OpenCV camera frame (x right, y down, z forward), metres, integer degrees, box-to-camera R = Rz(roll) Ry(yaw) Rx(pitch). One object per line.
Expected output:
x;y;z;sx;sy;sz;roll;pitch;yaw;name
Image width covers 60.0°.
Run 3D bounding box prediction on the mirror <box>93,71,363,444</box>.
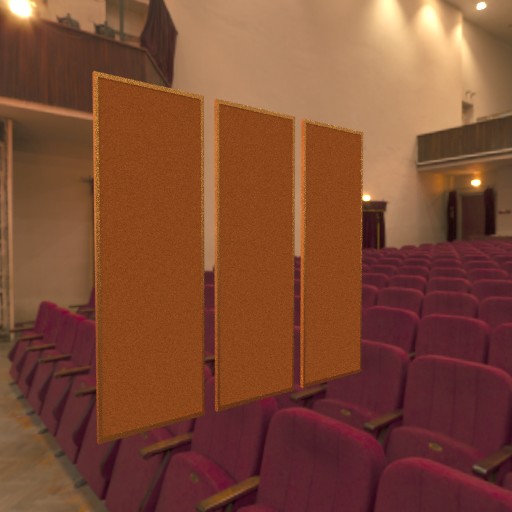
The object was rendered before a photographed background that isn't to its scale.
0.000;0.000;1.414;1.011;0.926;0.023;-1;2;-37;mirror
